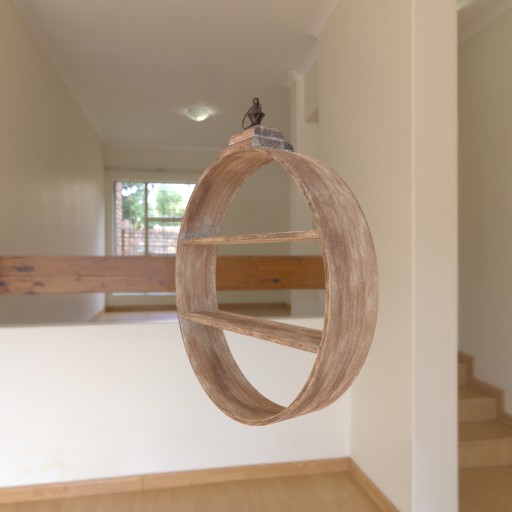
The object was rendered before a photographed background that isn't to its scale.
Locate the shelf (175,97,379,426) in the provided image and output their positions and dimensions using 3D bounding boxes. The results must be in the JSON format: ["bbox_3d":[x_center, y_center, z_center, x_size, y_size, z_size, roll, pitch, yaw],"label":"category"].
[{"bbox_3d":[0.000,0.000,1.016,0.125,0.725,0.601,0,0,-35],"label":"shelf"}]
